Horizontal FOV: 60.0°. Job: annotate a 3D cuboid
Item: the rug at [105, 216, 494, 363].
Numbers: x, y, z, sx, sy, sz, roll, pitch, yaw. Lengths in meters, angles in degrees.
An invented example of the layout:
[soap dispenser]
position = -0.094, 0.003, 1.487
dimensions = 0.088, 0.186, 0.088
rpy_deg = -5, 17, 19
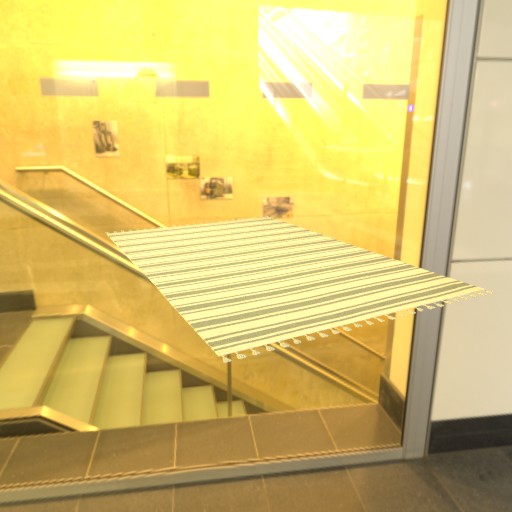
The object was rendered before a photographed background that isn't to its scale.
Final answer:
[rug]
position = 0.000, 0.000, 2.974
dimensions = 1.539, 0.011, 2.410
rpy_deg = -8, 18, -27
